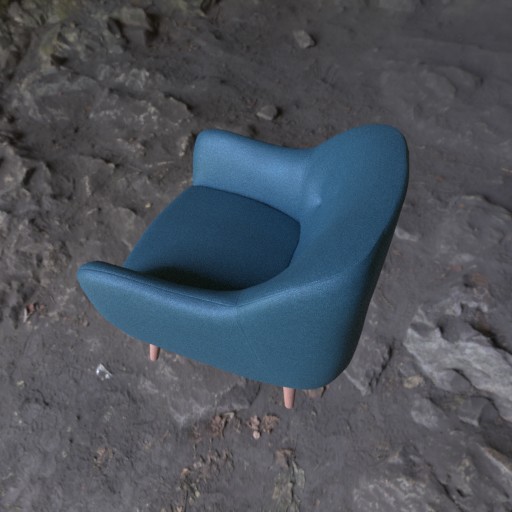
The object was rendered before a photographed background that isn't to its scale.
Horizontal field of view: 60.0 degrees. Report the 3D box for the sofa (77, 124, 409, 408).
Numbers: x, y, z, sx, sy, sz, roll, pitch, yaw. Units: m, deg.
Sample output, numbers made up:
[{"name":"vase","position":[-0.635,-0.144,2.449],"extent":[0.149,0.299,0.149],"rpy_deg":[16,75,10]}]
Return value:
[{"name":"sofa","position":[0.000,0.000,1.510],"extent":[0.825,0.817,0.836],"rpy_deg":[15,47,14]}]
